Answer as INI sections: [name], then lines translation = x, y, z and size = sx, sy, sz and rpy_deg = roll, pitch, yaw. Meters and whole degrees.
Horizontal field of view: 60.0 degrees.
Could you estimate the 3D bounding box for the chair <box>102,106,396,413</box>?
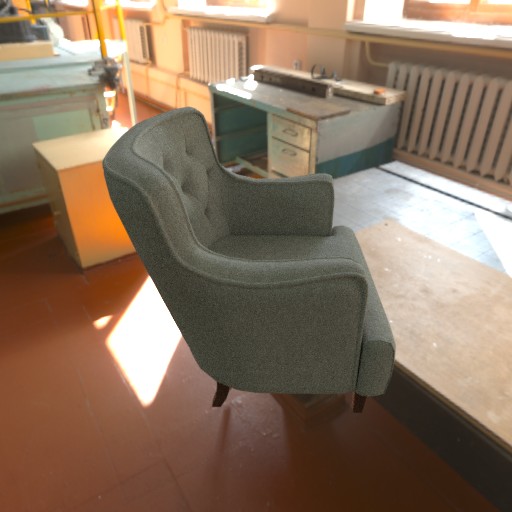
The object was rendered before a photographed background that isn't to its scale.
[chair]
translation = 0.000, 0.000, 1.626
size = 0.910, 0.920, 0.820
rpy_deg = 0, 31, 1
